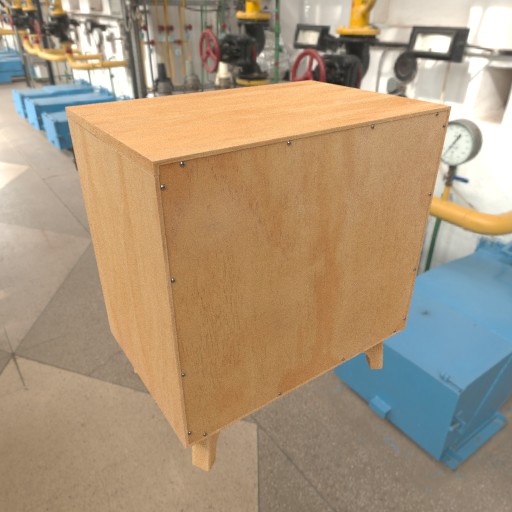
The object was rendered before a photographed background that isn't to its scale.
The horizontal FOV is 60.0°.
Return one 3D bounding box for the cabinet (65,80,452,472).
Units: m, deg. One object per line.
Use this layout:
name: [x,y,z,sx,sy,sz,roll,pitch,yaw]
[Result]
cabinet: [0.000,0.000,0.916,0.551,0.599,0.394,-19,34,-30]
